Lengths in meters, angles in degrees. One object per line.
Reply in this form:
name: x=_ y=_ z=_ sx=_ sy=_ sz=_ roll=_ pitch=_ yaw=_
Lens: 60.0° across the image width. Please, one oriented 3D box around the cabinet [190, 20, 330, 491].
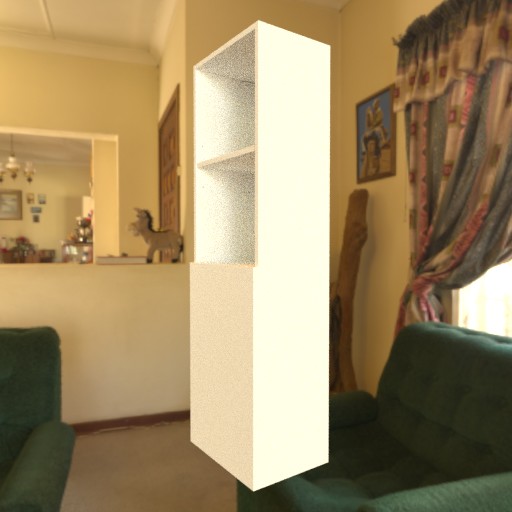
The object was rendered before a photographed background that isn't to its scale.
cabinet: x=0.000 y=0.000 z=1.514 sx=0.300 sy=1.350 sz=0.400 roll=-1 pitch=2 yaw=-35
